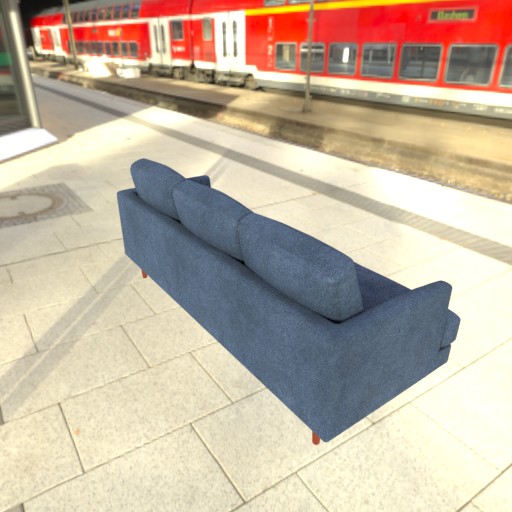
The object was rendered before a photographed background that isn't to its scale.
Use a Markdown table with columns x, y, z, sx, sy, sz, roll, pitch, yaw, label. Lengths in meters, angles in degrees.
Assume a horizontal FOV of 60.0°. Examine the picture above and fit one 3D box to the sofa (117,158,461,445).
| x | y | z | sx | sy | sz | roll | pitch | yaw | label |
| --- | --- | --- | --- | --- | --- | --- | --- | --- | --- |
| 0.000 | 0.000 | 2.733 | 0.903 | 0.930 | 2.246 | -18 | 31 | -32 | sofa |
